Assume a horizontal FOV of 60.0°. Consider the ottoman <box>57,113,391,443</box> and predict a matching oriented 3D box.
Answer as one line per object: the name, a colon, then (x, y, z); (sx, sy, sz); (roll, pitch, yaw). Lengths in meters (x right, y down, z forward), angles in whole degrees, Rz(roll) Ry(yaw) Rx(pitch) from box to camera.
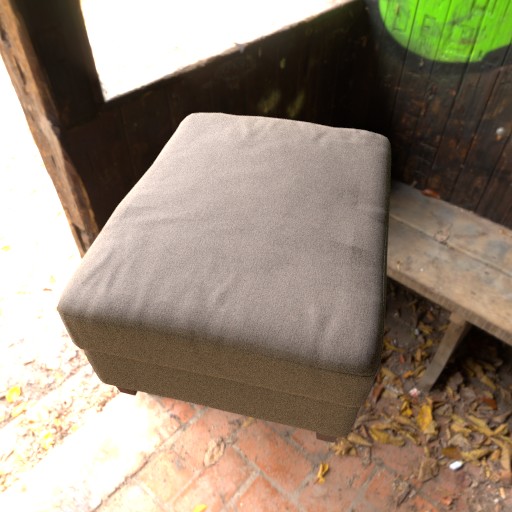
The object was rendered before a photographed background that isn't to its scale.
ottoman: (0.000, 0.000, 1.306); (0.692, 0.511, 0.902); (10, 46, 9)
